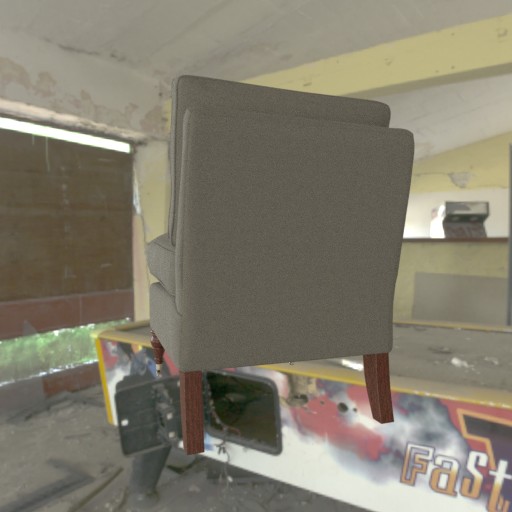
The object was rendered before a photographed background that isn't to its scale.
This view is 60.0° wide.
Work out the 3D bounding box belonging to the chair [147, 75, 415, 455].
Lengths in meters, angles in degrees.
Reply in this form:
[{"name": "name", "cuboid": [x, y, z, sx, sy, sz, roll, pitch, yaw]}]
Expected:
[{"name": "chair", "cuboid": [0.000, 0.000, 1.637, 0.724, 1.045, 0.924, 0, 1, -20]}]
